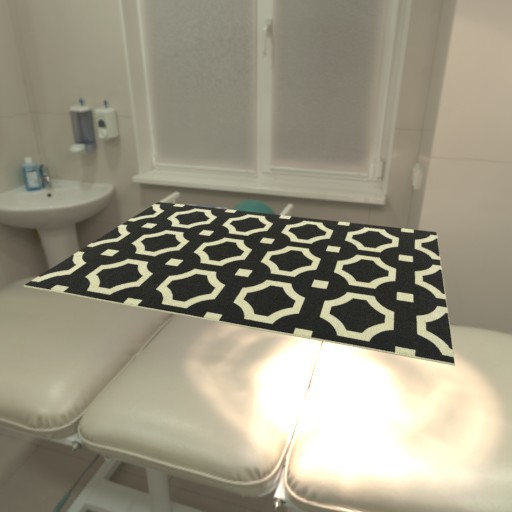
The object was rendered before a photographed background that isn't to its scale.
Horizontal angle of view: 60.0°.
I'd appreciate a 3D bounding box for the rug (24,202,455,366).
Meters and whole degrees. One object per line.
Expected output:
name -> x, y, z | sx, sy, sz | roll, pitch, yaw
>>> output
rug -> 0.000, 0.000, 2.881 | 2.286, 0.016, 1.555 | 8, 27, 16
